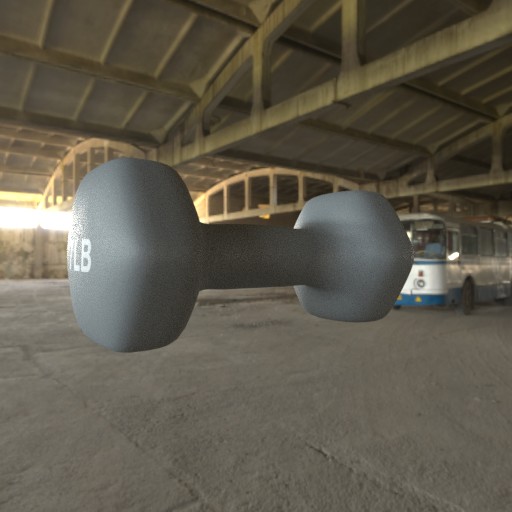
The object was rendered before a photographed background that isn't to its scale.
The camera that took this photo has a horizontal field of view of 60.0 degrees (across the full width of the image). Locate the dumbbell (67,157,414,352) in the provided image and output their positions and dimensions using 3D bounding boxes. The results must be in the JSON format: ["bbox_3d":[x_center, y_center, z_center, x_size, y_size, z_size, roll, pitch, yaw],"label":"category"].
[{"bbox_3d":[0.000,0.000,0.239,0.184,0.081,0.090,0,-1,-36],"label":"dumbbell"}]
